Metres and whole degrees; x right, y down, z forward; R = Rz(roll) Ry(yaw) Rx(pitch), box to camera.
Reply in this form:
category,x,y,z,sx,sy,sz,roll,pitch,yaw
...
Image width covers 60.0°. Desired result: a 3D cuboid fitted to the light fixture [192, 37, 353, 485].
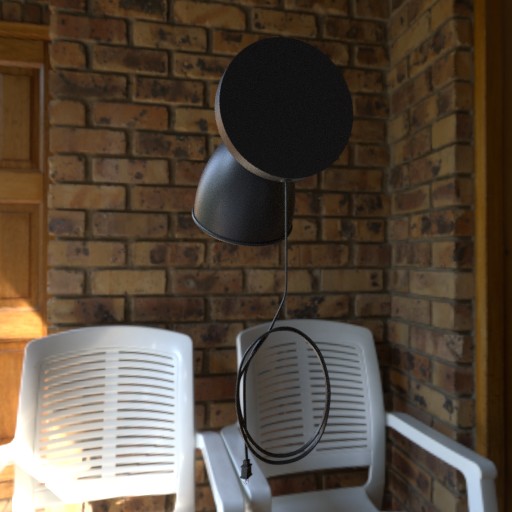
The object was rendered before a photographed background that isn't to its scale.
category,x,y,z,sx,sy,sz,roll,pitch,yaw
light fixture,0.000,0.000,0.486,0.127,0.401,0.203,0,-1,-17
